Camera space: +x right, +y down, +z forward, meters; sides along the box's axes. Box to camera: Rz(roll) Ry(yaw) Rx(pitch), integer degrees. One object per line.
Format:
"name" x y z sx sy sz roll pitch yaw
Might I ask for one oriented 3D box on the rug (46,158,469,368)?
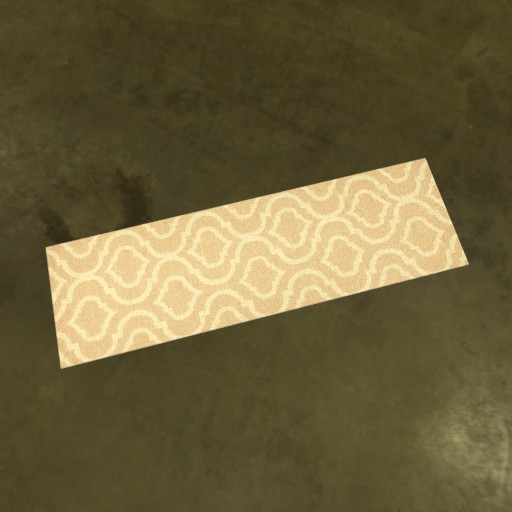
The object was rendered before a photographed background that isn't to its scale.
"rug" 0.000 0.000 2.503 2.289 0.013 0.691 -14 74 -4
